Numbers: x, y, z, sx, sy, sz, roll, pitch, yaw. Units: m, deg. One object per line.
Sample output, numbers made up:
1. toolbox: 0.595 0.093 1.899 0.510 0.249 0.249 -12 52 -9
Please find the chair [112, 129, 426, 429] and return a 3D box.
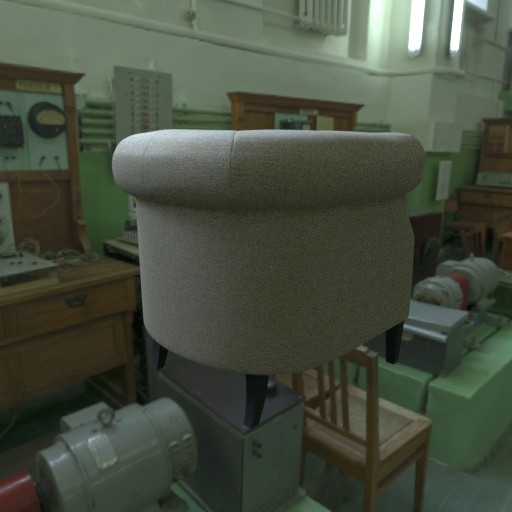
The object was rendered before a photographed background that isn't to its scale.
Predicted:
1. chair: 0.000 0.000 1.533 0.905 0.827 0.852 13 19 43
